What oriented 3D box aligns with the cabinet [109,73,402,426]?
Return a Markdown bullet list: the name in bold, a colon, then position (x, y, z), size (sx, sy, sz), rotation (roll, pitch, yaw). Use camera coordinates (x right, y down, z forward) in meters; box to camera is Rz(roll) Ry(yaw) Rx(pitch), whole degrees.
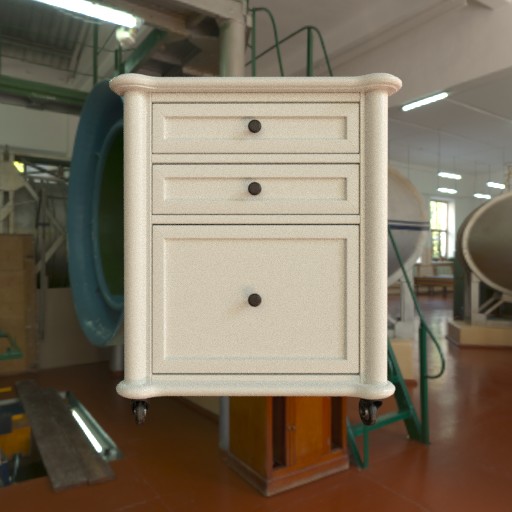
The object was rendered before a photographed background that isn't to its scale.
- **cabinet**: position (0.000, 0.000, 1.226), size (0.628, 0.761, 0.627), rotation (0, 0, 0)
